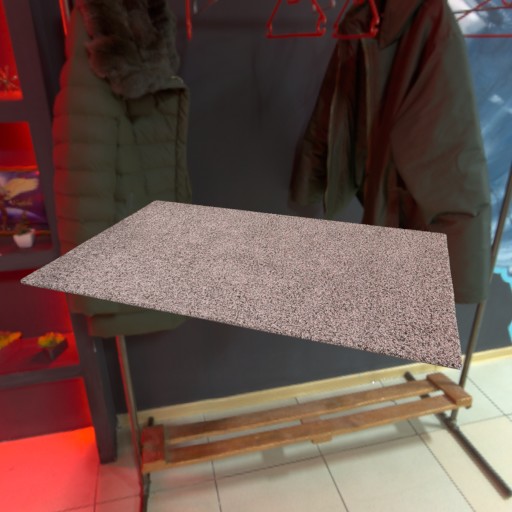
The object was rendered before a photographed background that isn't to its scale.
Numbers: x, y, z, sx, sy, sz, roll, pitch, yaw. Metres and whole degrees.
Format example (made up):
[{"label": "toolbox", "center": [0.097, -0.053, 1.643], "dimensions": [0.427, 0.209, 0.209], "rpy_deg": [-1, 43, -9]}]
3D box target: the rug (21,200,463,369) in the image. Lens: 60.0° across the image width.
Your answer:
[{"label": "rug", "center": [0.000, 0.000, 3.328], "dimensions": [2.743, 0.030, 1.778], "rpy_deg": [8, 27, 17]}]
